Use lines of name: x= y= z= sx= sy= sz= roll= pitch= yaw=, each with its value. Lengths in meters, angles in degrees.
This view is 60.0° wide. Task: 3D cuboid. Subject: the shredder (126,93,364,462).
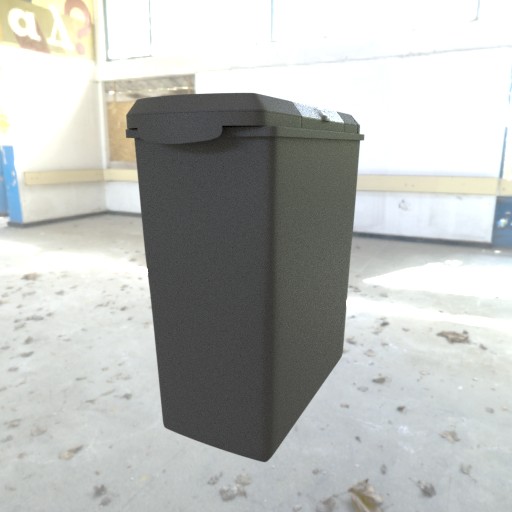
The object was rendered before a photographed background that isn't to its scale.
shredder: x=0.000 y=0.000 z=0.515 sx=0.170 sy=0.335 sz=0.320 roll=7 pitch=16 yaw=26
